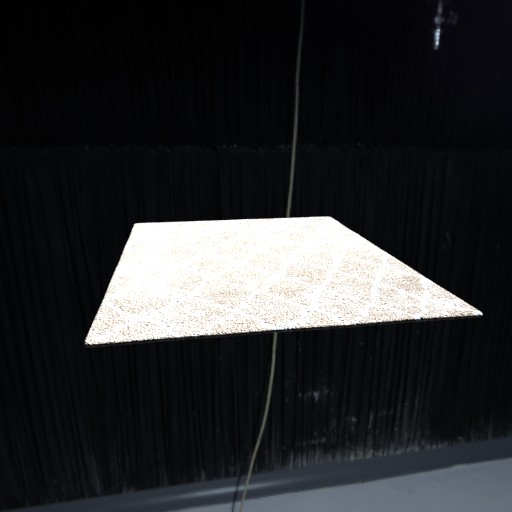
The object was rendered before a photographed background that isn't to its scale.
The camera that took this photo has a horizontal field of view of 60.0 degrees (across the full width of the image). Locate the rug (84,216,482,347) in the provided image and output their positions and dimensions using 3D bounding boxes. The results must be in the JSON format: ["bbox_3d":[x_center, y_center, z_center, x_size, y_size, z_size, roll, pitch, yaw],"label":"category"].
[{"bbox_3d":[0.000,0.000,4.063,2.438,0.029,3.047,-3,17,-9],"label":"rug"}]
